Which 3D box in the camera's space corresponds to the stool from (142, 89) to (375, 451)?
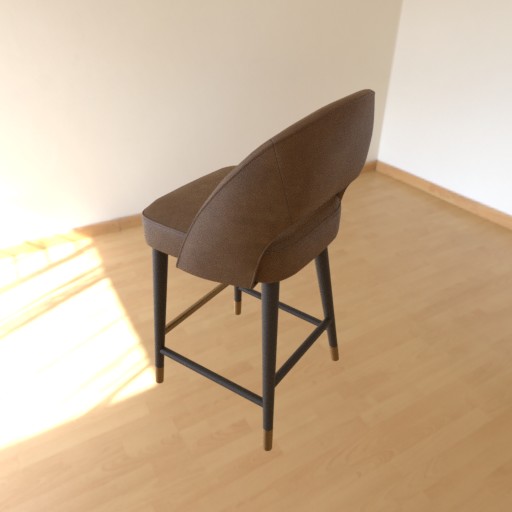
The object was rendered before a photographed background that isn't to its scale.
[{"bbox_3d":[0.000,0.000,1.255,0.509,0.940,0.494,21,38,29],"label":"stool"}]
